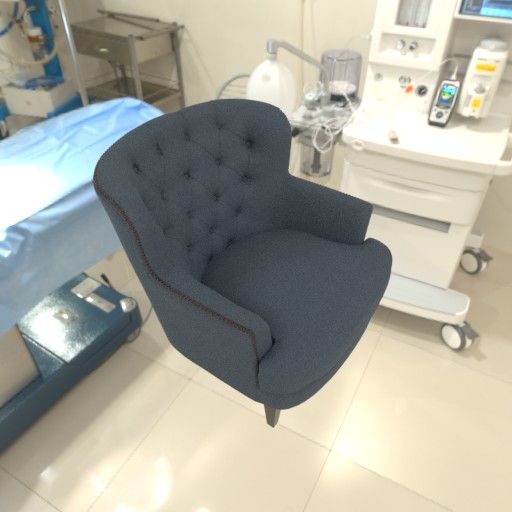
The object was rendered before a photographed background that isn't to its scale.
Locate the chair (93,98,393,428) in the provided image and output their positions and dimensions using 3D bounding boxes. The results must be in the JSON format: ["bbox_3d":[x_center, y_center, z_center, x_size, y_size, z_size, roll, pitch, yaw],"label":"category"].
[{"bbox_3d":[0.000,0.000,1.650,0.906,0.868,0.848,25,46,27],"label":"chair"}]
